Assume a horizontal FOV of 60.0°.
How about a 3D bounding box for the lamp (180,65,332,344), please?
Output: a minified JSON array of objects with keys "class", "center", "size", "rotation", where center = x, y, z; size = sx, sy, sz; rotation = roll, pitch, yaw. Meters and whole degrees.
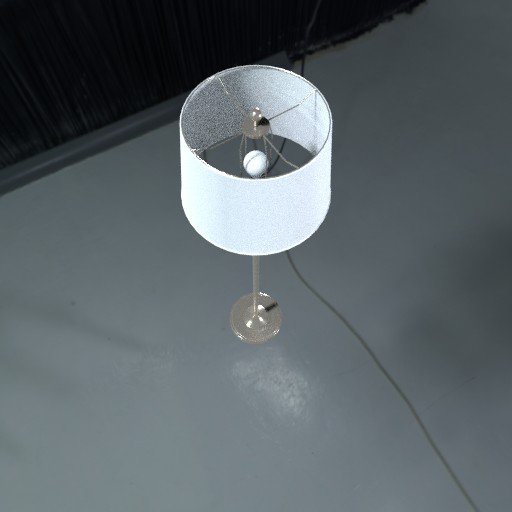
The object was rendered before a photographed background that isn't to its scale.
[{"class":"lamp","center":[0.000,0.000,1.671],"size":[0.431,1.488,0.431],"rotation":[0,64,0]}]
